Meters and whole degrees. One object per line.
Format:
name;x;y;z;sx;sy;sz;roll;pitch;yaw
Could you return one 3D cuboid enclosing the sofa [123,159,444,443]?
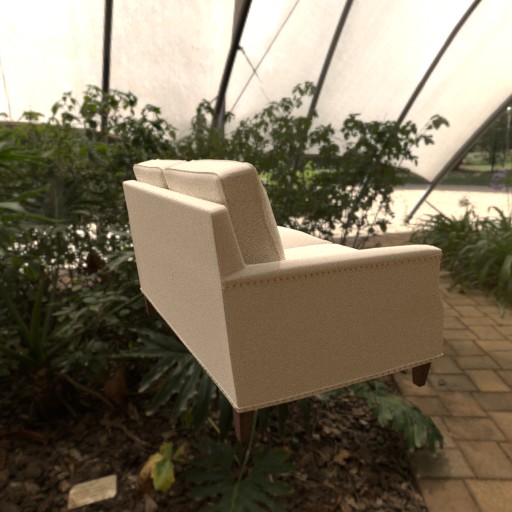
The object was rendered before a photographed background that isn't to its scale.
sofa;0.000;0.000;2.328;1.084;1.003;1.597;-7;15;-26
